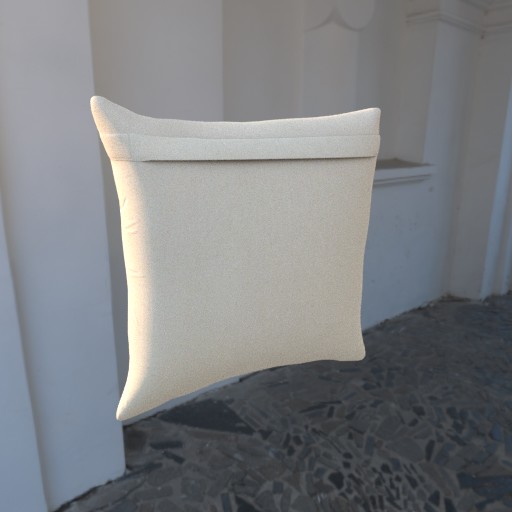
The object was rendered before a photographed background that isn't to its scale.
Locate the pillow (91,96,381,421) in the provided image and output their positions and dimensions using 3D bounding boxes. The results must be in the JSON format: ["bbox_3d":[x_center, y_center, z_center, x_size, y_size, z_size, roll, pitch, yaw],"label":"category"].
[{"bbox_3d":[0.000,0.000,0.618,0.405,0.406,0.173,-7,16,-24],"label":"pillow"}]
